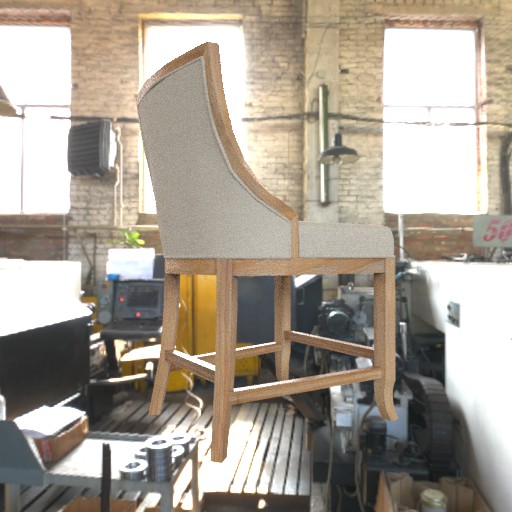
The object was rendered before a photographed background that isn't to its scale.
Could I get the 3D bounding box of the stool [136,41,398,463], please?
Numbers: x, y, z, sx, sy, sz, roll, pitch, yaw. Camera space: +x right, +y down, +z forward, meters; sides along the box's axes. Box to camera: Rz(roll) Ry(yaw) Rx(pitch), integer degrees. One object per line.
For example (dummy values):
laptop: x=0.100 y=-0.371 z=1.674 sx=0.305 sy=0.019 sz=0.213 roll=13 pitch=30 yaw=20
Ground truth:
stool: x=0.000 y=0.000 z=1.297 sx=0.626 sy=0.938 sz=0.524 roll=0 pitch=0 yaw=-35
